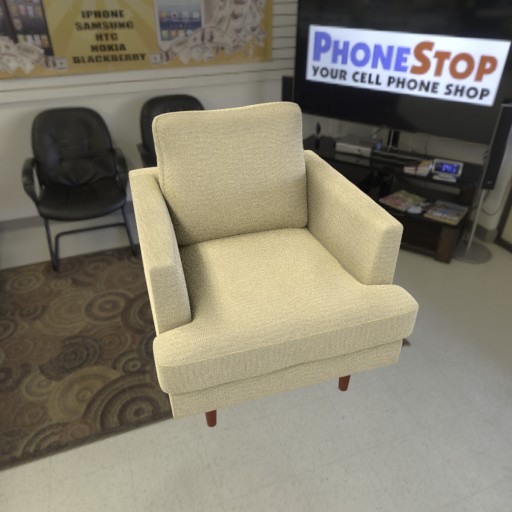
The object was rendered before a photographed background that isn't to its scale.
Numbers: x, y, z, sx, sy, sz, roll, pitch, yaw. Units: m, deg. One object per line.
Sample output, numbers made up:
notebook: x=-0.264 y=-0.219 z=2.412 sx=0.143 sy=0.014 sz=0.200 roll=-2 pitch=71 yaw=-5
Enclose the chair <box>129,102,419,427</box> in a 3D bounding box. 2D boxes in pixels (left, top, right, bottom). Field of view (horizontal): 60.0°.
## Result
chair: x=0.000 y=0.000 z=1.672 sx=0.858 sy=0.957 sz=0.899 roll=-10 pitch=34 yaw=-15
